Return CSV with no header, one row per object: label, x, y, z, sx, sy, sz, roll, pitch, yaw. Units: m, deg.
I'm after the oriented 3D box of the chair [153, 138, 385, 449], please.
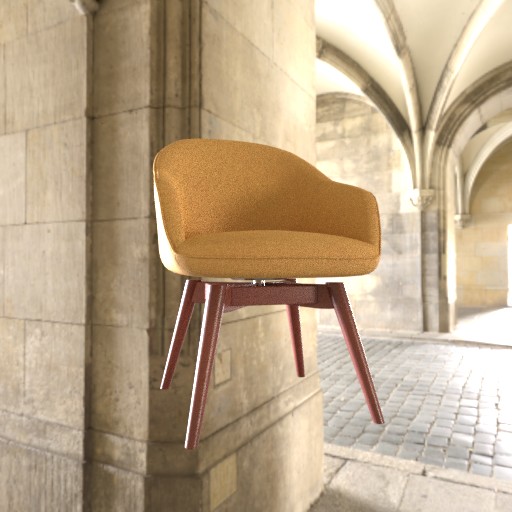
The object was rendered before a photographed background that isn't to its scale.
chair,0.000,0.000,1.267,0.596,0.823,0.635,0,-1,-18
